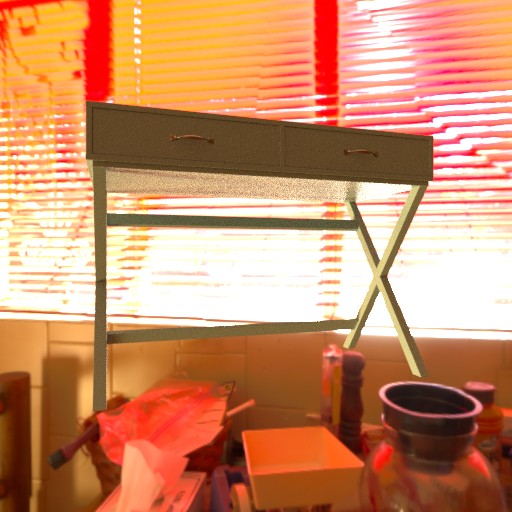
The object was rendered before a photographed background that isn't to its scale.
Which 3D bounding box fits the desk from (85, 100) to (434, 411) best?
[{"bbox_3d":[0.000,0.000,1.504,1.057,0.780,0.525,0,0,-18],"label":"desk"}]
